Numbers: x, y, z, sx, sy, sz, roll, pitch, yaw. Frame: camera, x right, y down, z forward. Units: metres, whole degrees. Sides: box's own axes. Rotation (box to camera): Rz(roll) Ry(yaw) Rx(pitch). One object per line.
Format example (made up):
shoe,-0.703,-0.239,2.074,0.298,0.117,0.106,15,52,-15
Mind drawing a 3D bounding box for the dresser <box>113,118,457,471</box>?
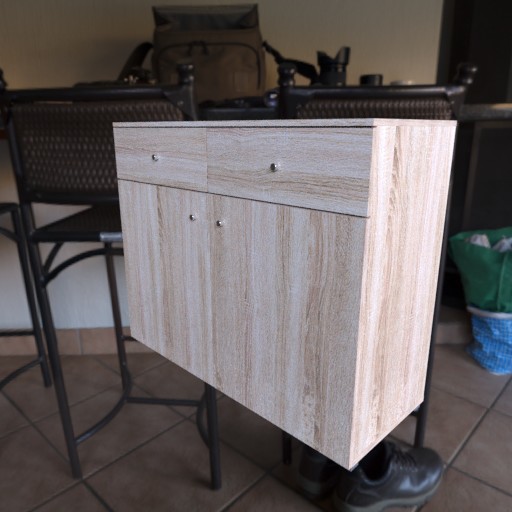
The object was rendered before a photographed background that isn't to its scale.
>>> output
dresser,0.000,0.000,1.553,1.100,0.900,0.450,15,22,43
